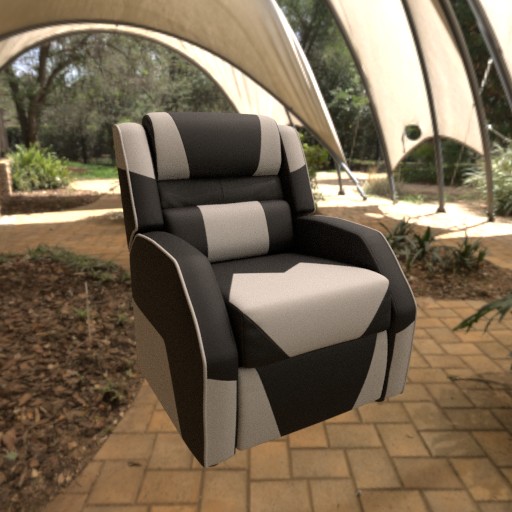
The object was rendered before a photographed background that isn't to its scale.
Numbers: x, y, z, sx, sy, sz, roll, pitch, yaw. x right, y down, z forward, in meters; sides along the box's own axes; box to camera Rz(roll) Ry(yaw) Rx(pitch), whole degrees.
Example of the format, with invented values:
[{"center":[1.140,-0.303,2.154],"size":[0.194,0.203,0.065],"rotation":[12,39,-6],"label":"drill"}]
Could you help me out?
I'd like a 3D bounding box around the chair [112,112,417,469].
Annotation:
[{"center":[0.000,0.000,1.268],"size":[0.620,0.805,0.672],"rotation":[-8,17,-28],"label":"chair"}]
